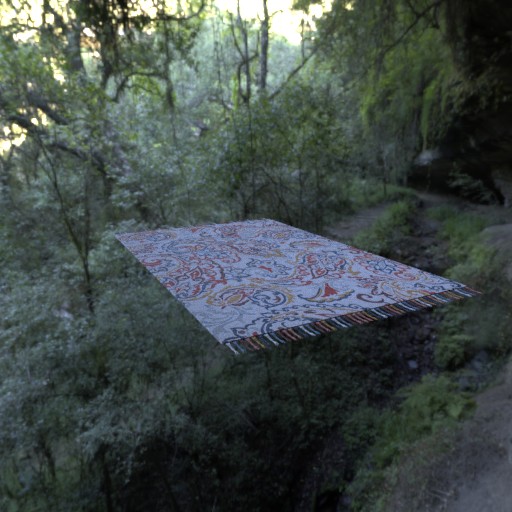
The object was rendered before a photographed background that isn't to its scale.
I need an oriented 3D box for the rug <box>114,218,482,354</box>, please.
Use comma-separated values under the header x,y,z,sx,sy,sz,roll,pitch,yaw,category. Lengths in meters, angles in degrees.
x,y,z,sx,sy,sz,roll,pitch,yaw,category
0.000,0.000,2.521,1.218,0.010,1.997,-8,18,-27,rug
